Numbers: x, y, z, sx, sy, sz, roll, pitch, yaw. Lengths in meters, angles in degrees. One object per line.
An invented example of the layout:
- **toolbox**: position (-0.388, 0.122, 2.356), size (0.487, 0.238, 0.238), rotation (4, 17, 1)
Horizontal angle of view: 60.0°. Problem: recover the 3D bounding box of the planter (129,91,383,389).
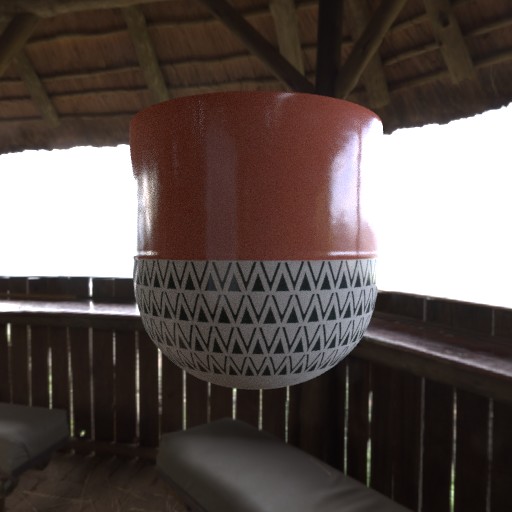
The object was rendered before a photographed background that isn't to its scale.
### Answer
- **planter**: position (0.000, 0.000, 0.487), size (0.266, 0.270, 0.266), rotation (0, 1, 0)
